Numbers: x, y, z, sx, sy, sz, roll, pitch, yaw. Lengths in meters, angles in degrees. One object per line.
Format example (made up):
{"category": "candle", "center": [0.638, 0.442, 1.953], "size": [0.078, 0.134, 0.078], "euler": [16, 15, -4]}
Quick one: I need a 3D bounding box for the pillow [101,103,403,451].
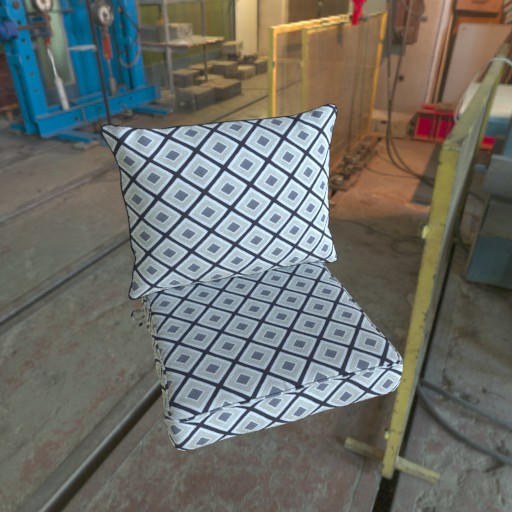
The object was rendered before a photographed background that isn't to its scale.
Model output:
{"category": "pillow", "center": [0.000, 0.000, 1.349], "size": [0.798, 0.722, 0.733], "euler": [-10, 34, -15]}
